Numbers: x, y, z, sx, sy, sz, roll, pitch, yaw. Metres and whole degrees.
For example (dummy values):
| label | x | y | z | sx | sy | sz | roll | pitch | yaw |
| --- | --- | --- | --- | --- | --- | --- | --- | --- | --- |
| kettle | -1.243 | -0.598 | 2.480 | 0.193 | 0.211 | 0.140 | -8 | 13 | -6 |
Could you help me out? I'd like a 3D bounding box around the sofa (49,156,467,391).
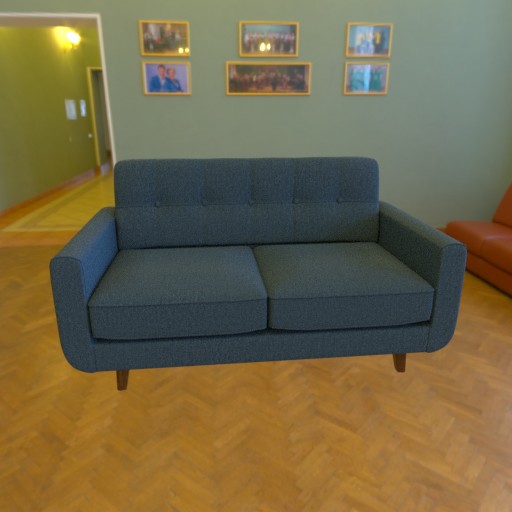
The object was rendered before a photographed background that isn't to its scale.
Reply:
| label | x | y | z | sx | sy | sz | roll | pitch | yaw |
| --- | --- | --- | --- | --- | --- | --- | --- | --- | --- |
| sofa | 0.000 | 0.000 | 2.194 | 1.651 | 0.896 | 0.942 | -2 | 18 | -6 |
